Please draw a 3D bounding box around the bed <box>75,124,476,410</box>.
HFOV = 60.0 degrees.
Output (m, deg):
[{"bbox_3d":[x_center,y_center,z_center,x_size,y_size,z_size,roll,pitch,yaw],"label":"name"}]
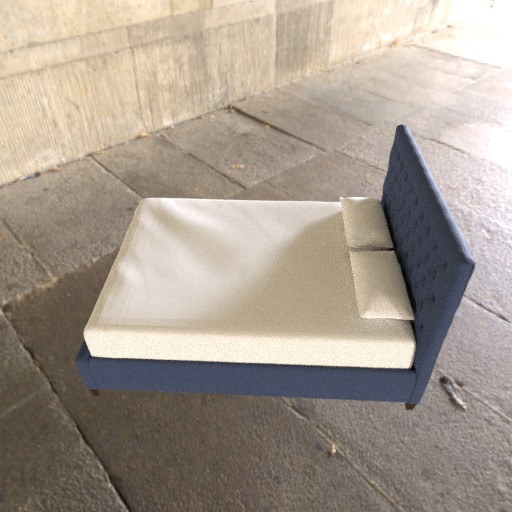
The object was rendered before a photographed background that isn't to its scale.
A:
[{"bbox_3d":[0.000,0.000,3.394,2.387,1.427,1.706,2,41,2],"label":"bed"}]
